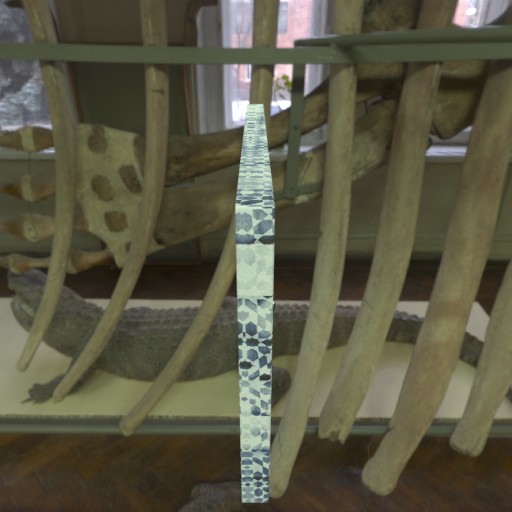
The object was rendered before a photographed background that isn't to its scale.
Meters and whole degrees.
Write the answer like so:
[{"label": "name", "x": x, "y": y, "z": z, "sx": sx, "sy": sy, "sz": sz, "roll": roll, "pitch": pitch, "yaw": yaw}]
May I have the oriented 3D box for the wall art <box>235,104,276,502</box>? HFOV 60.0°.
[{"label": "wall art", "x": 0.000, "y": 0.000, "z": 1.123, "sx": 0.057, "sy": 0.608, "sz": 0.911, "roll": 0, "pitch": 27, "yaw": 0}]
